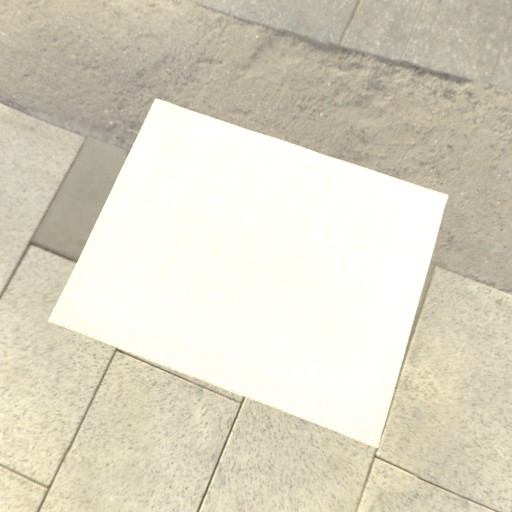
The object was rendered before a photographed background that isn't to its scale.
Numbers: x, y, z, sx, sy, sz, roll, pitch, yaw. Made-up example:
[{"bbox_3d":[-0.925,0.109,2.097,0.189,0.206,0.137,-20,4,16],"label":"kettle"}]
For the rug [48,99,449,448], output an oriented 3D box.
[{"bbox_3d":[0.000,0.000,3.878,2.897,0.035,2.277,20,77,5],"label":"rug"}]
